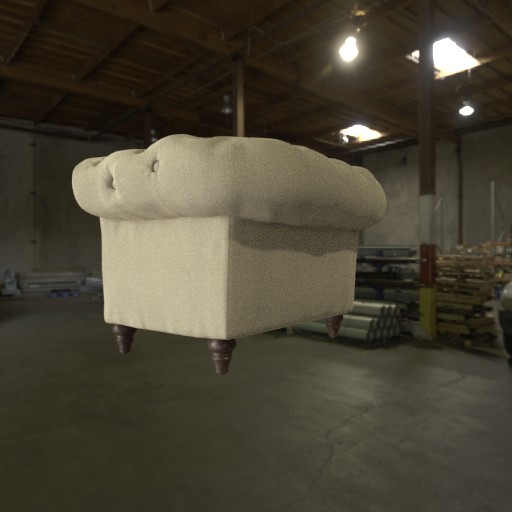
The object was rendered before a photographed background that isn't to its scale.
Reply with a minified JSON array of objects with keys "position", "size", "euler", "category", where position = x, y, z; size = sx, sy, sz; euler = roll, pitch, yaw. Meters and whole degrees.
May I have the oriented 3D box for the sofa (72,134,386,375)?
[{"position":[0.000,0.000,2.113],"size":[1.034,0.878,1.405],"euler":[0,0,37],"category":"sofa"}]
